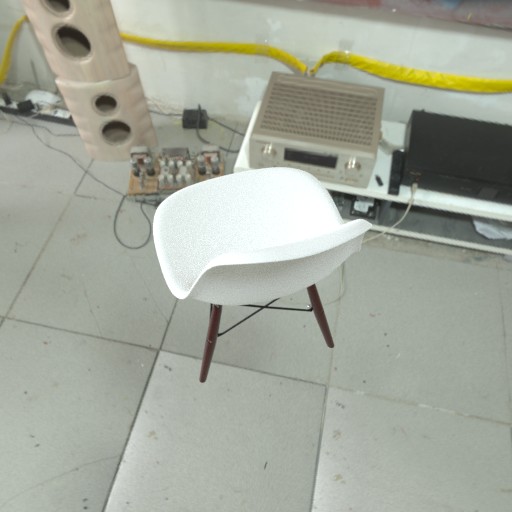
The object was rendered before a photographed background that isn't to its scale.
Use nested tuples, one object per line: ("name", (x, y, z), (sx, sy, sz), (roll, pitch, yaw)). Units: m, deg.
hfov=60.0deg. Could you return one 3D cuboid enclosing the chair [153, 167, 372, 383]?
("chair", (0.000, 0.000, 1.120), (0.470, 0.826, 0.533), (-15, 59, -9))
